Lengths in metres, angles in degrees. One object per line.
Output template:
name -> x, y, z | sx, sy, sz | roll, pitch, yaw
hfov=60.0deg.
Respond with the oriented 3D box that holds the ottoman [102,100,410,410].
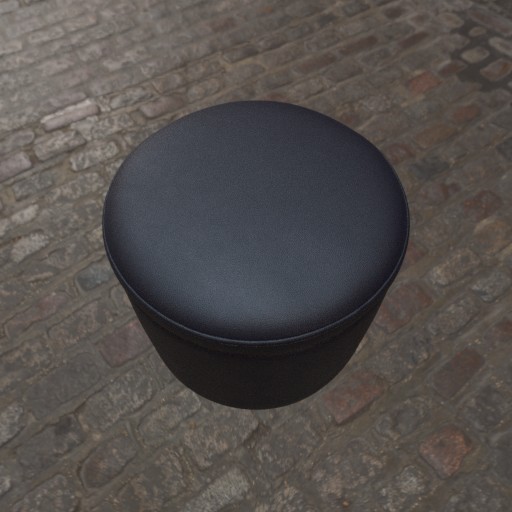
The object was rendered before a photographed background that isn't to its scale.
ottoman -> 0.000, 0.000, 0.869 | 0.501, 0.409, 0.501 | 0, 57, 0
